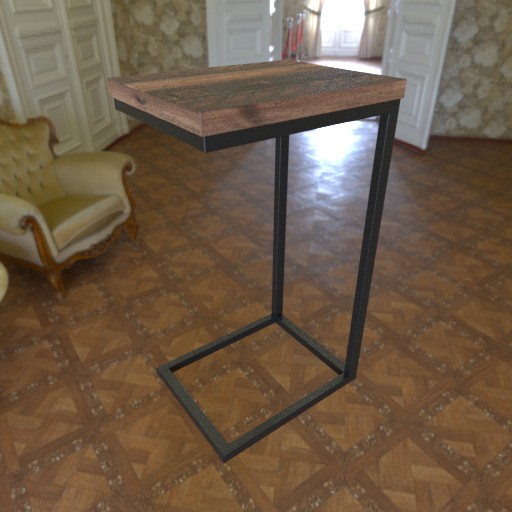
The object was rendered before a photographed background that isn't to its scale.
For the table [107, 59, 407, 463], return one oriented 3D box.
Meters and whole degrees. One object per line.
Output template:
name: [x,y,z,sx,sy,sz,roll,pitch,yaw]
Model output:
table: [0.000,0.000,0.953,0.414,0.718,0.323,-21,36,-31]
